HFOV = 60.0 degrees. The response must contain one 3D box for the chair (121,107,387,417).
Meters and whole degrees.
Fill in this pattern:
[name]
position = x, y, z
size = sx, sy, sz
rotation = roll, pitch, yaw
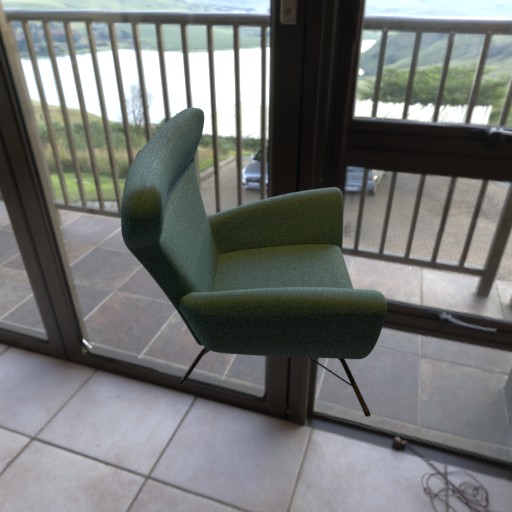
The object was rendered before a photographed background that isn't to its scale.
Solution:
[chair]
position = 0.000, 0.000, 1.809
size = 0.900, 0.980, 1.050
rotation = 0, 31, 0
